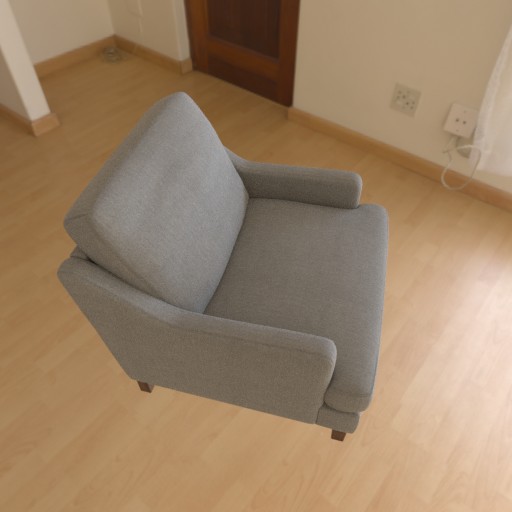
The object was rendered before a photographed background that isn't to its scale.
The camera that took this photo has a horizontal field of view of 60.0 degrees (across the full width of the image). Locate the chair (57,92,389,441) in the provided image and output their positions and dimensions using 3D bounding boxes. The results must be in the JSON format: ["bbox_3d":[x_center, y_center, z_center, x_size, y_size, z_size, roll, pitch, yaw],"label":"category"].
[{"bbox_3d":[0.000,0.000,1.514,0.892,0.821,0.826,11,49,10],"label":"chair"}]
